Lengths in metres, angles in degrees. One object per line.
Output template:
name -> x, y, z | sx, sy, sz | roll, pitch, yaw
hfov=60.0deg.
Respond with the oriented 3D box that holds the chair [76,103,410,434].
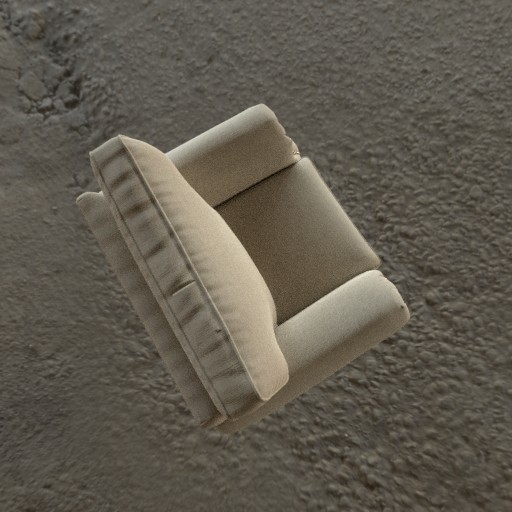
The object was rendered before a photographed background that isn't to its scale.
chair -> 0.000, 0.000, 1.828 | 0.965, 0.961, 1.092 | -31, 78, -7
